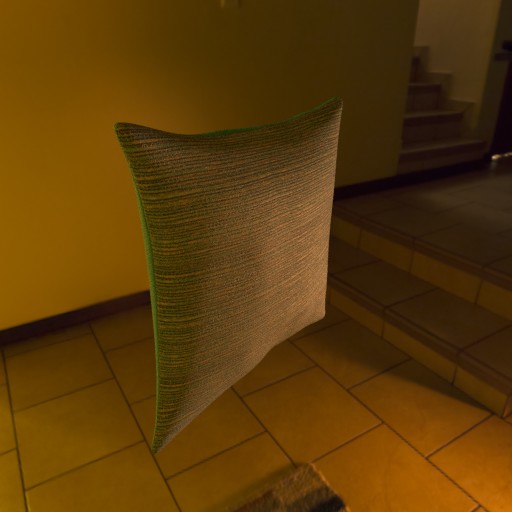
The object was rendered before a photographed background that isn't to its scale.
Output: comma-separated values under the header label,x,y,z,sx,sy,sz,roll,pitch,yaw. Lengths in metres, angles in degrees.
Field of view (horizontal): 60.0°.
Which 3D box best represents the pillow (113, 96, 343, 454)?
label,x,y,z,sx,sy,sz,roll,pitch,yaw
pillow,0.000,0.000,0.765,0.150,0.497,0.514,18,30,34
